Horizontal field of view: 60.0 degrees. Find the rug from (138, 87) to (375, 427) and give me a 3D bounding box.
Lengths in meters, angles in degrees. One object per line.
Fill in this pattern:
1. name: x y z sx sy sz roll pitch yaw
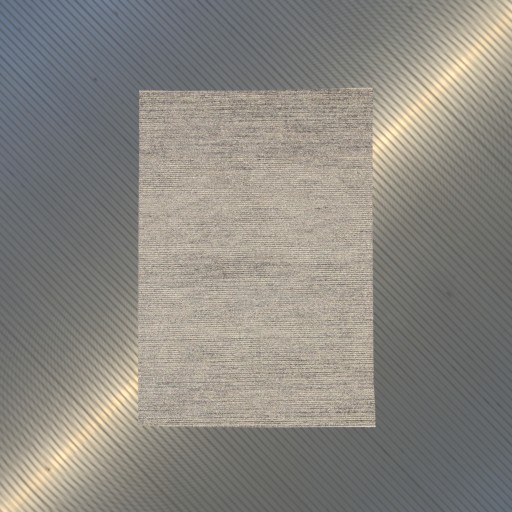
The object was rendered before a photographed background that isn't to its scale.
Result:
1. rug: 0.000 0.000 3.006 1.604 0.030 2.307 0 89 0
